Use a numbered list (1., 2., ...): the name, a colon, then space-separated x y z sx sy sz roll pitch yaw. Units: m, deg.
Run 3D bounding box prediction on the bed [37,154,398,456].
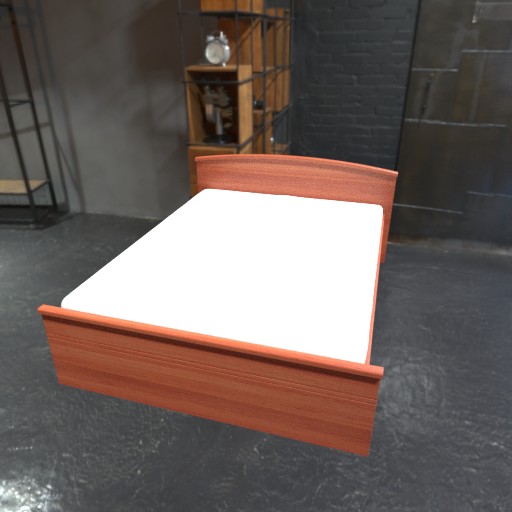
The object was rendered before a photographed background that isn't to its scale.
1. bed: 0.000 0.000 2.923 1.683 0.848 2.053 8 27 15
